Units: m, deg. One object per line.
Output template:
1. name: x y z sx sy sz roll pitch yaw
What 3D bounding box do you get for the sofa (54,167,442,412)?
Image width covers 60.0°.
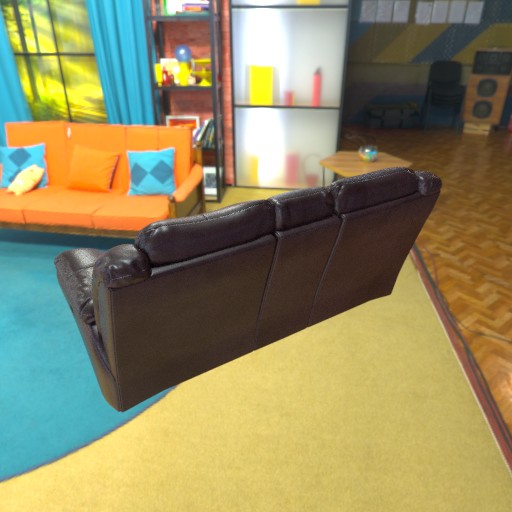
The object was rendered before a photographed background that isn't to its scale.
1. sofa: 0.000 0.000 2.604 2.058 1.043 0.991 -17 33 -29
